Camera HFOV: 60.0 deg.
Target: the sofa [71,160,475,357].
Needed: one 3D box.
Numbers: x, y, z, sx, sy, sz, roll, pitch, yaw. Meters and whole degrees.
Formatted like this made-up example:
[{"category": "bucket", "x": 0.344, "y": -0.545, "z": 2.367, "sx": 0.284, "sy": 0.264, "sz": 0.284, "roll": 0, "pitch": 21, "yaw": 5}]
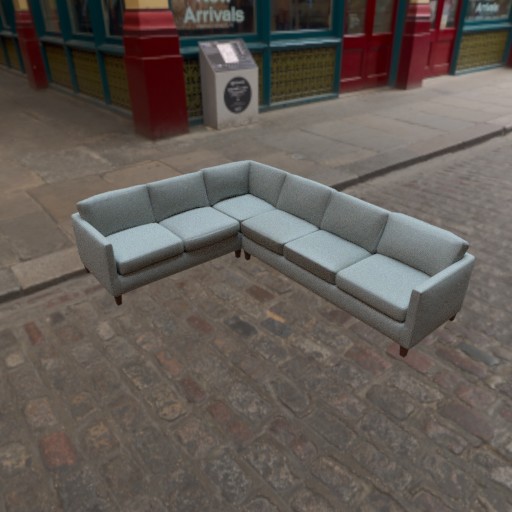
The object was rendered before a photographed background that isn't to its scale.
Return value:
[{"category": "sofa", "x": 0.000, "y": 0.000, "z": 4.529, "sx": 2.592, "sy": 0.947, "sz": 3.301, "roll": -22, "pitch": 36, "yaw": -34}]
